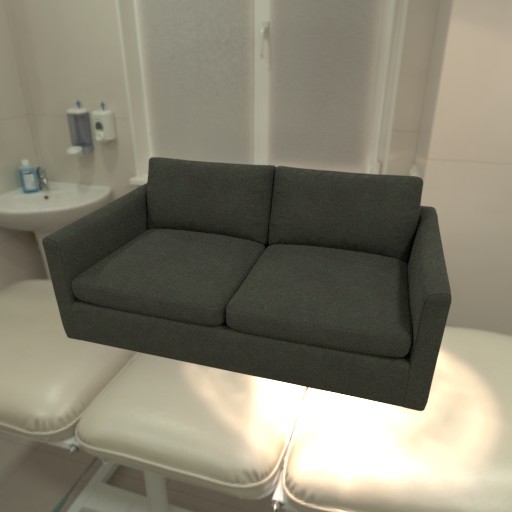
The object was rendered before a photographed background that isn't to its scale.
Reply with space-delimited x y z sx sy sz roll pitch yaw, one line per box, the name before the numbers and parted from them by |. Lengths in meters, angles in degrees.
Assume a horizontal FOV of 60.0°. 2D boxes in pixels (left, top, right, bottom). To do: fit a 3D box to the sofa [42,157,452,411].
sofa | 0.000 0.000 2.494 1.909 0.845 1.091 8 26 16
